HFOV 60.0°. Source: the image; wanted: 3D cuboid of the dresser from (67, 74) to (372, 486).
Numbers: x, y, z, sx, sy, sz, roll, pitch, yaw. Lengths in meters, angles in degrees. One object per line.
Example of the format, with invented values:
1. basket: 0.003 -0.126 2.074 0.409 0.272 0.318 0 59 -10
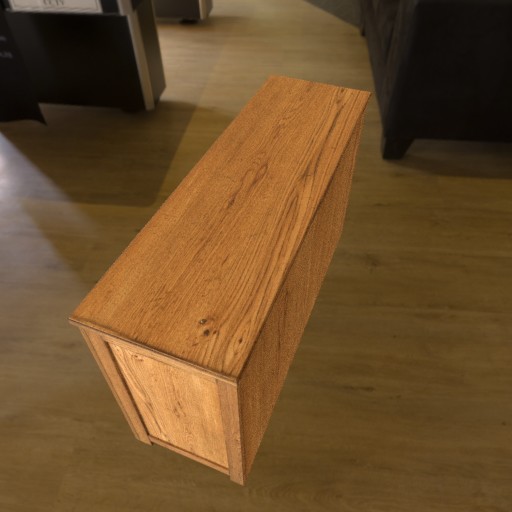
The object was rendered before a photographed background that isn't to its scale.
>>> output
1. dresser: 0.000 0.000 2.062 0.563 0.932 1.657 16 49 15
